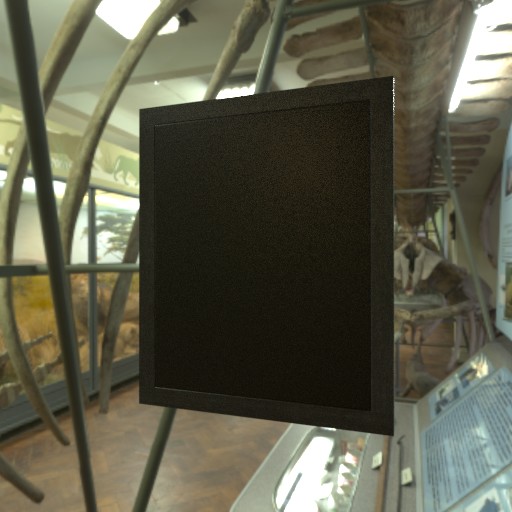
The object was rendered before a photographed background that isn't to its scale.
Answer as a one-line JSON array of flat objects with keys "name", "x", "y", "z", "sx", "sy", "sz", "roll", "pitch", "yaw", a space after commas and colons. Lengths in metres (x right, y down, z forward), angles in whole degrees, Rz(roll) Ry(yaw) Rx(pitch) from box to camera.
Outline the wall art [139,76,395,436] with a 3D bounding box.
[{"name": "wall art", "x": 0.000, "y": 0.000, "z": 0.805, "sx": 0.479, "sy": 0.580, "sz": 0.027, "roll": 0, "pitch": 0, "yaw": 19}]
